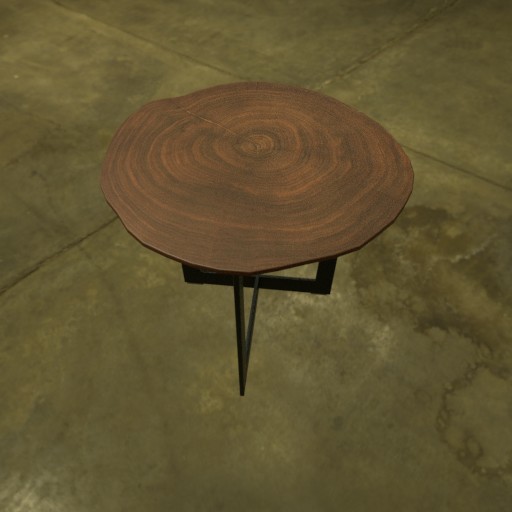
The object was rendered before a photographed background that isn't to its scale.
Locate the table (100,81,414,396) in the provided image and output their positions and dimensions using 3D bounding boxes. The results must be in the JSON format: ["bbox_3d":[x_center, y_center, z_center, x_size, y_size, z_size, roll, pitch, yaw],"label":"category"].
[{"bbox_3d":[0.000,0.000,0.875,0.477,0.476,0.494,-3,47,-3],"label":"table"}]
